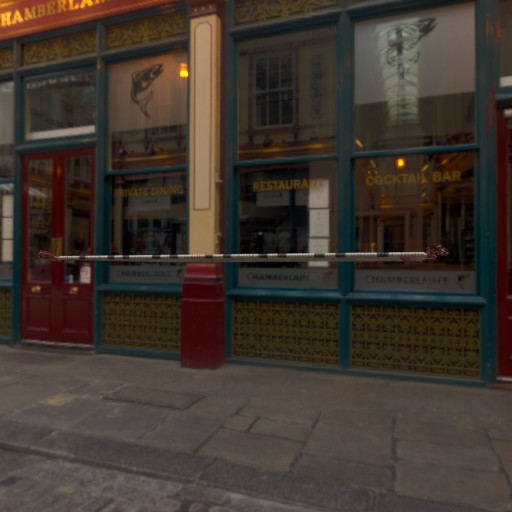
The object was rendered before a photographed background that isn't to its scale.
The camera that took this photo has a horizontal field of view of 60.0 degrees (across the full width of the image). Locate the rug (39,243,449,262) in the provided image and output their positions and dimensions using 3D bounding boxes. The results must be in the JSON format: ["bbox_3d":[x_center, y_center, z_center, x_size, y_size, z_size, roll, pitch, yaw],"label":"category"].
[{"bbox_3d":[0.000,0.000,3.429,2.672,0.066,1.741,-1,-2,19],"label":"rug"}]
